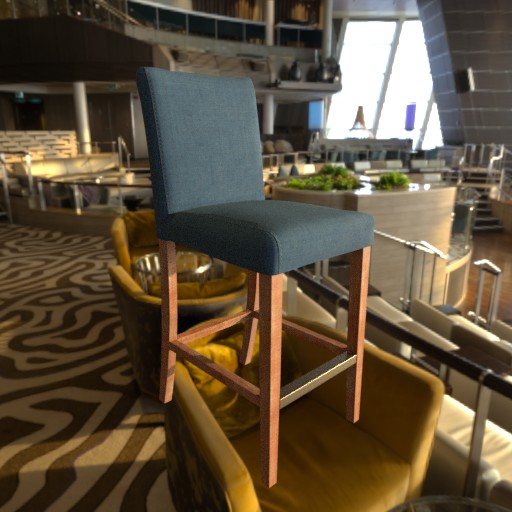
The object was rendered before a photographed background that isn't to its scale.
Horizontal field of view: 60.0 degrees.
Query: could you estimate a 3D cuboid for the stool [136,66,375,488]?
[{"bbox_3d":[0.000,0.000,1.359,0.454,1.088,0.574,-15,21,-42],"label":"stool"}]
